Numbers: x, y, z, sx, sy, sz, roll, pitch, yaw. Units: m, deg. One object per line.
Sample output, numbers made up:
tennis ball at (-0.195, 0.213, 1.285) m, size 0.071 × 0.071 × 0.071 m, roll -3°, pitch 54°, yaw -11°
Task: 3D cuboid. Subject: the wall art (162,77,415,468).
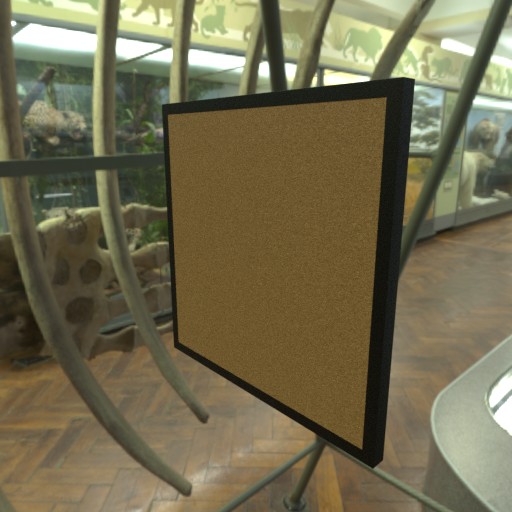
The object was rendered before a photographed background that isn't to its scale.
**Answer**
wall art at (0.000, 0.000, 1.110) m, size 0.038 × 0.762 × 0.762 m, roll -13°, pitch 19°, yaw -41°
